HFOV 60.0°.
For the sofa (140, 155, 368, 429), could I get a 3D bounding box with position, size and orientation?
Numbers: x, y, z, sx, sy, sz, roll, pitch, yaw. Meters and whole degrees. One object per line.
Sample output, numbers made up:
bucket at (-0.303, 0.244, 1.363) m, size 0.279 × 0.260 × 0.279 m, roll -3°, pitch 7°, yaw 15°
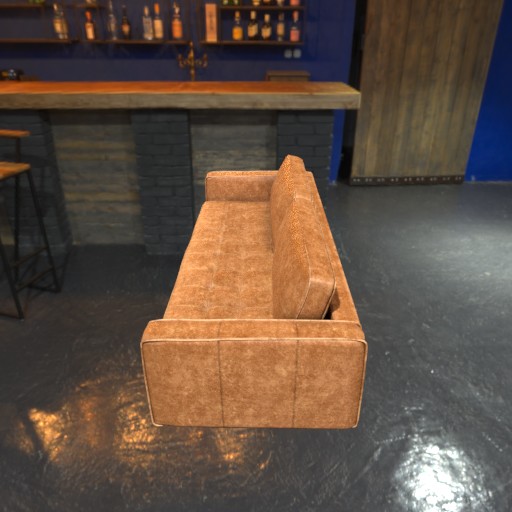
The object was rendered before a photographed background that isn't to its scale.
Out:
sofa at (0.000, 0.000, 2.688) m, size 0.886 × 0.779 × 2.199 m, roll 0°, pitch 27°, yaw 1°
